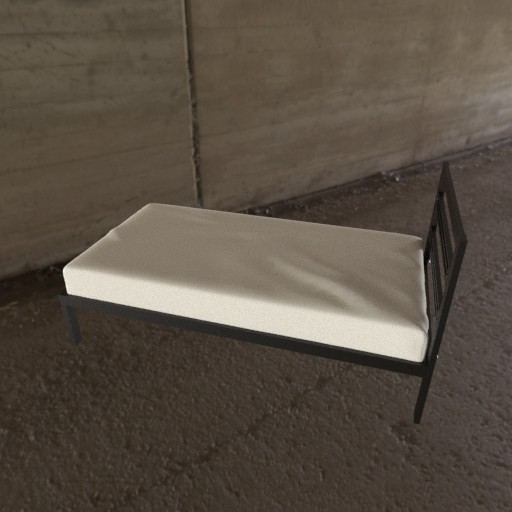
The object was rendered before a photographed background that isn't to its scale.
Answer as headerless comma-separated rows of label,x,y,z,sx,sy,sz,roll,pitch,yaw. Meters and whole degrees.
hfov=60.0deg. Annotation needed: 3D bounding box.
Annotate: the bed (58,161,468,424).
bed,0.000,0.000,2.496,1.930,0.967,0.991,9,30,15
